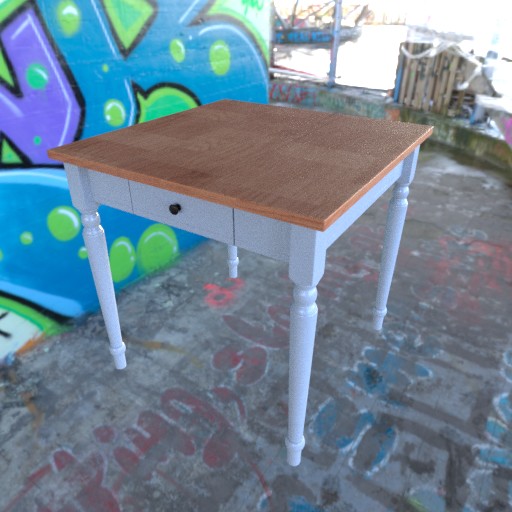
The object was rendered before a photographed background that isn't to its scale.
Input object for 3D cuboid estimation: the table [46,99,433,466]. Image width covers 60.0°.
[{"bbox_3d":[0.000,0.000,1.373,0.747,0.738,0.747,18,35,28],"label":"table"}]
